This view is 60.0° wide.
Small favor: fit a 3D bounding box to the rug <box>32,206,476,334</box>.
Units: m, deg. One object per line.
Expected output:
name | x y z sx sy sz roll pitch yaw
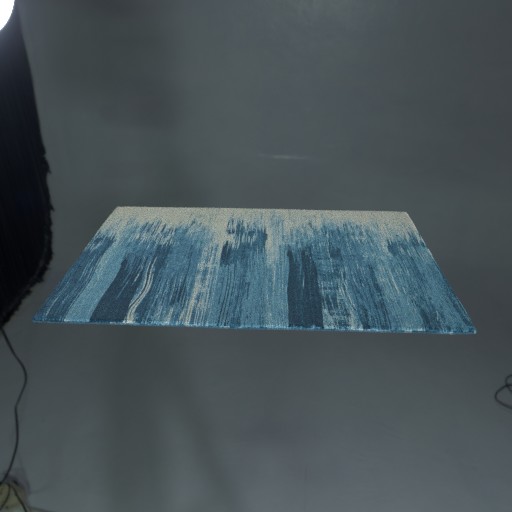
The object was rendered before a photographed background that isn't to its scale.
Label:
rug | 0.000 0.000 3.070 2.450 0.027 1.540 1 31 2
